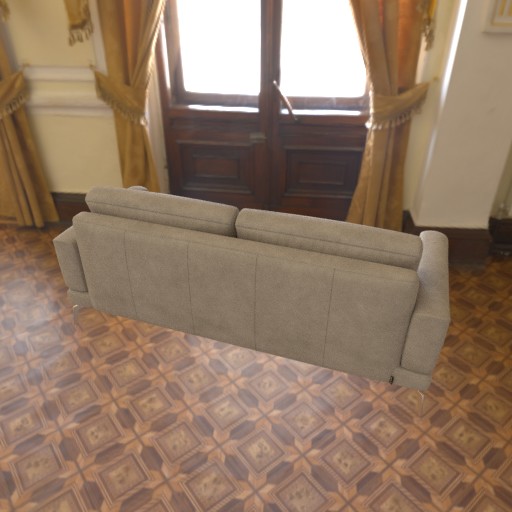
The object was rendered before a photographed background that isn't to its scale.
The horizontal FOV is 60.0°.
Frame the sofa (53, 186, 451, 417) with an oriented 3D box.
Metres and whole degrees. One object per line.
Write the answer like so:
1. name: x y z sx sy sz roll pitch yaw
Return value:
1. sofa: 0.000 0.000 2.524 2.013 0.830 0.980 11 34 16
